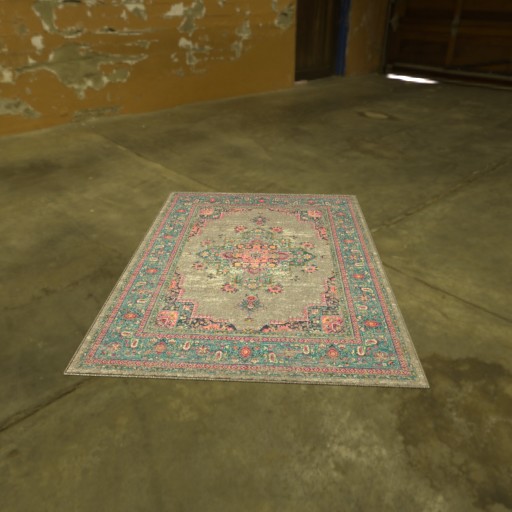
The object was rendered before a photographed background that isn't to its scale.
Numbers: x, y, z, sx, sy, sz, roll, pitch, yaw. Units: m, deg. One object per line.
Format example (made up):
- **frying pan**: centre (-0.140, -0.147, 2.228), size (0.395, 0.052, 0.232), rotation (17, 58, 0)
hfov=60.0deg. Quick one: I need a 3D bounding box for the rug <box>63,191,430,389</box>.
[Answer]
- **rug**: centre (0.000, 0.000, 2.891), size (1.609, 0.013, 2.214), rotation (1, 30, 3)
